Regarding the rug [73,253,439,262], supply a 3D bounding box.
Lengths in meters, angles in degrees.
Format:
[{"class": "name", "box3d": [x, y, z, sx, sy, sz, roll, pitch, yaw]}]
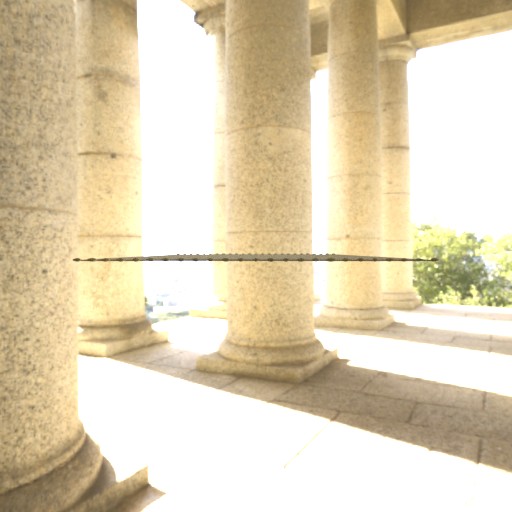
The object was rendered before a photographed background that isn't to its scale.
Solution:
[{"class": "rug", "box3d": [0.000, 0.000, 2.323, 1.162, 0.013, 1.875, 0, 1, 0]}]
